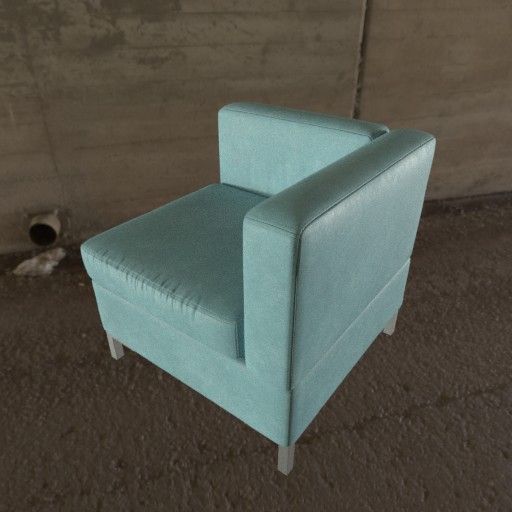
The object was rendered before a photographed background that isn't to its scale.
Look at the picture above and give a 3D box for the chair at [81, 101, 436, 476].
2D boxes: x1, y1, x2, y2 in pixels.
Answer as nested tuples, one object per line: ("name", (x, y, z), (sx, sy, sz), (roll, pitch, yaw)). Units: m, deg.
("chair", (0.000, 0.000, 1.220), (0.680, 0.660, 0.680), (21, 37, 31))
